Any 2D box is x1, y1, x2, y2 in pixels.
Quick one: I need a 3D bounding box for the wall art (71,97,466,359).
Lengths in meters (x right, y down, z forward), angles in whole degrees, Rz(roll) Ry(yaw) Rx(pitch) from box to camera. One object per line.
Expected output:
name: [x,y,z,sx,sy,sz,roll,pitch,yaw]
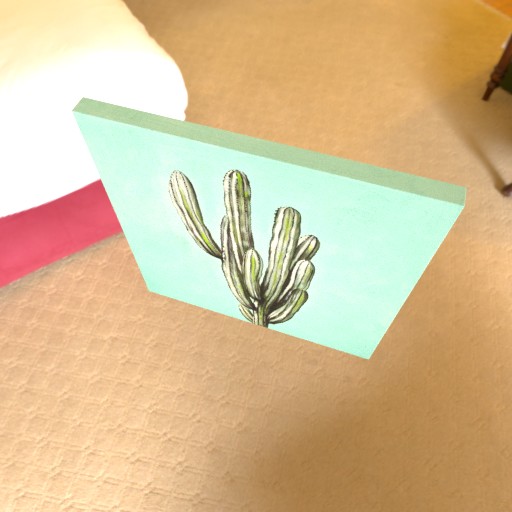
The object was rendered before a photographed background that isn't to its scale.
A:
wall art: [0.000,0.000,0.909,0.603,0.603,0.036,16,59,10]
